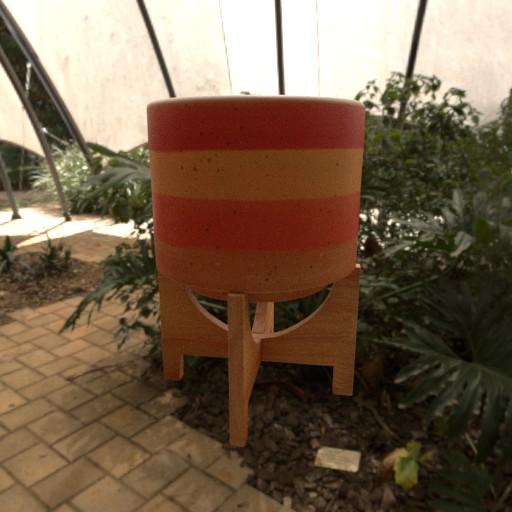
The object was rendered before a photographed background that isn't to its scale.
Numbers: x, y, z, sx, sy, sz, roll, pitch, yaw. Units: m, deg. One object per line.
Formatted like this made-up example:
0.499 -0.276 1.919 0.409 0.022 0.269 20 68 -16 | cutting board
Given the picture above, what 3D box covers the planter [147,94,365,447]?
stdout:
0.000 0.000 0.583 0.269 0.379 0.269 0 15 0 | planter
